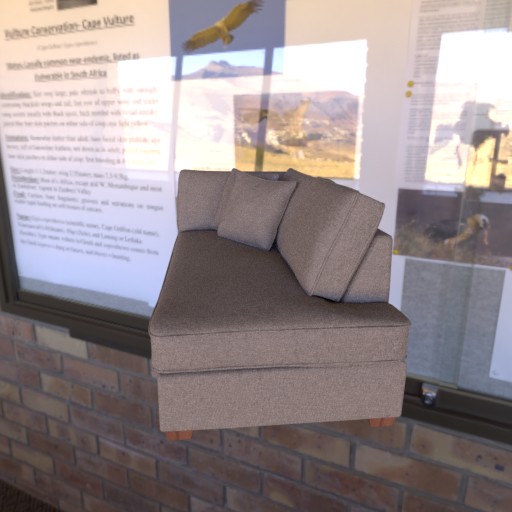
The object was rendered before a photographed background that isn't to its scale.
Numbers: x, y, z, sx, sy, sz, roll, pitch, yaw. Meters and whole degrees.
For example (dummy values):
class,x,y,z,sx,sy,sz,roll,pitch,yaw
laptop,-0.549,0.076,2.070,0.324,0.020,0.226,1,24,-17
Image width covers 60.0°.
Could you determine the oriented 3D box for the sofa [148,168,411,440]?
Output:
class,x,y,z,sx,sy,sz,roll,pitch,yaw
sofa,0.000,0.000,2.834,1.110,1.033,2.237,-2,16,-6
